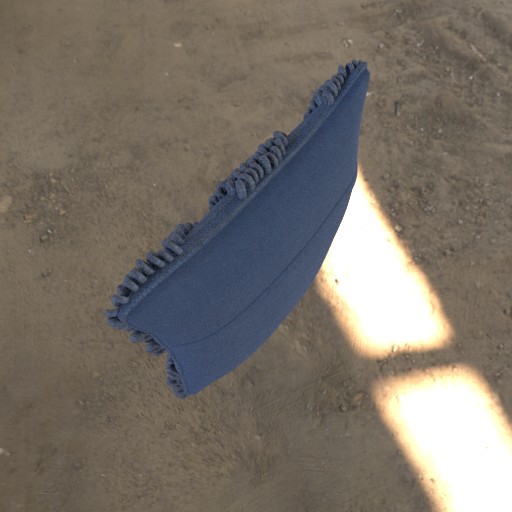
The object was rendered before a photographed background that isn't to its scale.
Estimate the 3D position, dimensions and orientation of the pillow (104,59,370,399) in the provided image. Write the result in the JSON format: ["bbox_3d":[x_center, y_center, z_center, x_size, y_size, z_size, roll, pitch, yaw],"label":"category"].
[{"bbox_3d":[0.000,0.000,0.708,0.172,0.466,0.469,35,68,17],"label":"pillow"}]
